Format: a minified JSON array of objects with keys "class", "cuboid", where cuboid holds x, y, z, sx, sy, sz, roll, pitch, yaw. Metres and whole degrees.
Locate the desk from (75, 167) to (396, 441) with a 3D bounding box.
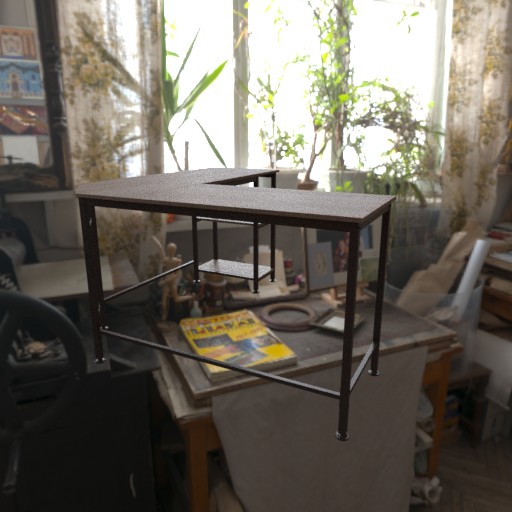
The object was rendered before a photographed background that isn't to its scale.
[{"class":"desk","cuboid":[0.000,0.000,2.226,1.379,0.739,1.379,8,18,26]}]
